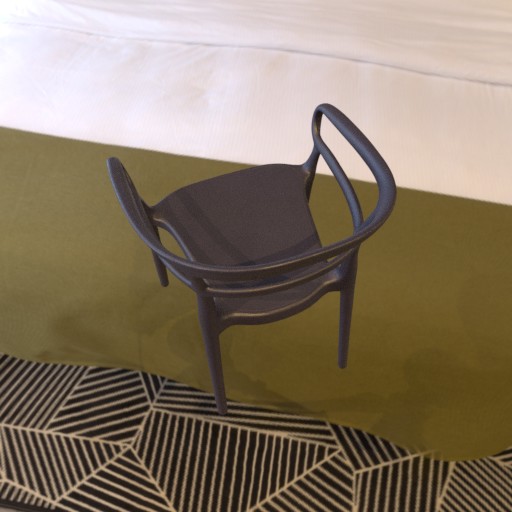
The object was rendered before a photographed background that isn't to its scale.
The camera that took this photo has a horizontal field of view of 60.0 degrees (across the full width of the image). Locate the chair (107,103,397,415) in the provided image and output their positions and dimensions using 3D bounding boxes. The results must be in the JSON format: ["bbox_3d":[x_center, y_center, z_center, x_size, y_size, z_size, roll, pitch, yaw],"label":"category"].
[{"bbox_3d":[0.000,0.000,1.139,0.559,0.761,0.527,-18,59,-11],"label":"chair"}]
